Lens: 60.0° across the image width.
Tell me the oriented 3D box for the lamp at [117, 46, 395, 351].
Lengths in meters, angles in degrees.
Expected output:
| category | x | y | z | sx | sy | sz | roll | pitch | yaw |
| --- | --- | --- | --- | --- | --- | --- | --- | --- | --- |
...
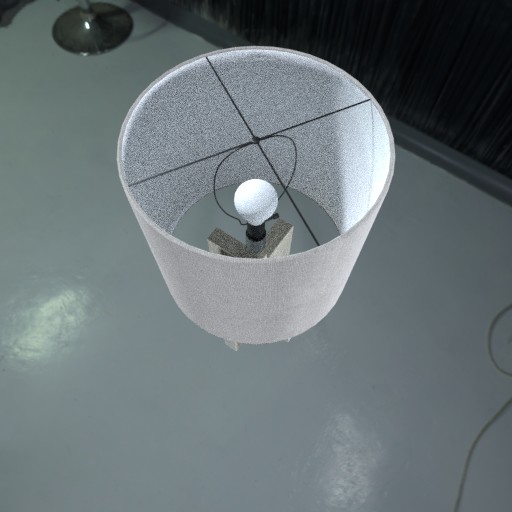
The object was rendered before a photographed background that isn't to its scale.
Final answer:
| category | x | y | z | sx | sy | sz | roll | pitch | yaw |
| --- | --- | --- | --- | --- | --- | --- | --- | --- | --- |
| lamp | 0.000 | 0.000 | 0.556 | 0.229 | 0.428 | 0.229 | 32 | 67 | 15 |
